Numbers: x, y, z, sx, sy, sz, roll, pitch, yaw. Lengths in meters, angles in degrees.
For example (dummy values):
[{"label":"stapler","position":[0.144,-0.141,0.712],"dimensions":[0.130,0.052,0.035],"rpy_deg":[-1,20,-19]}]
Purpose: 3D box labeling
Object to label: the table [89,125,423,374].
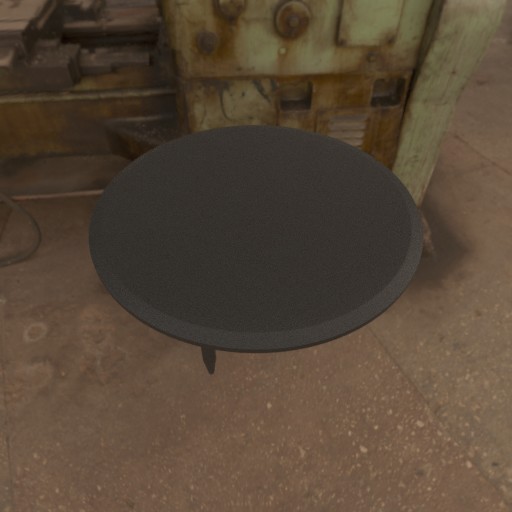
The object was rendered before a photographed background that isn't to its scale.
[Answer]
[{"label":"table","position":[0.000,0.000,1.368],"dimensions":[0.900,0.400,0.900],"rpy_deg":[0,46,0]}]
